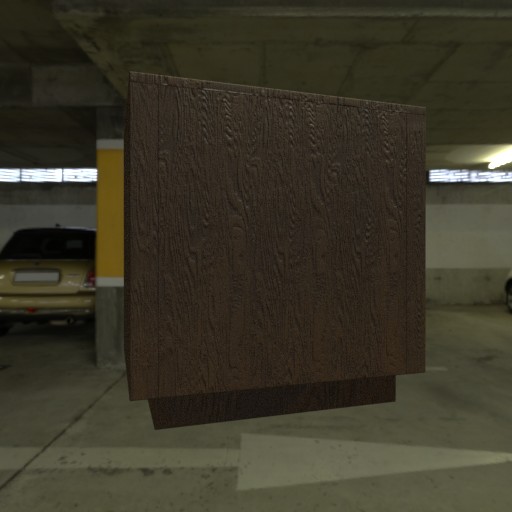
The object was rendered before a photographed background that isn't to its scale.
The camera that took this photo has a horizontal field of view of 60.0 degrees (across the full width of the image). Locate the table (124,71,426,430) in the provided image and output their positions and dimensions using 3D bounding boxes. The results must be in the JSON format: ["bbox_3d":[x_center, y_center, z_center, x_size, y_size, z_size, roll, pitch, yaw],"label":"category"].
[{"bbox_3d":[0.000,0.000,0.993,0.560,0.585,0.439,0,0,-18],"label":"table"}]
